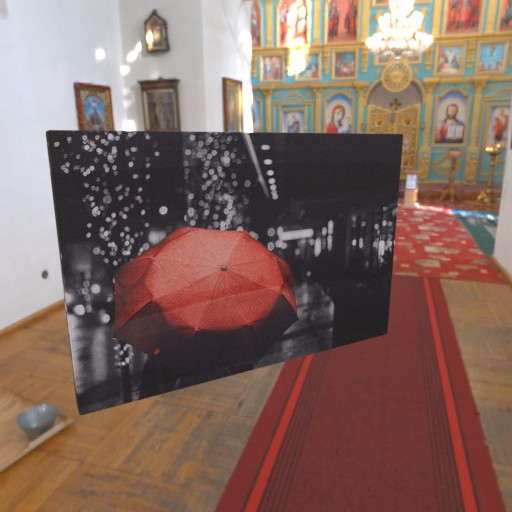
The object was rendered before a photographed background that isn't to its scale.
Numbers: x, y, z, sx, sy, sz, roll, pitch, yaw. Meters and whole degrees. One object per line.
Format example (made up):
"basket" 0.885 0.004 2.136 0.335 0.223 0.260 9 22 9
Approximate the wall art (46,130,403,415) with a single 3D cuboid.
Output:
"wall art" 0.000 0.000 0.757 0.609 0.406 0.037 -8 16 -27
